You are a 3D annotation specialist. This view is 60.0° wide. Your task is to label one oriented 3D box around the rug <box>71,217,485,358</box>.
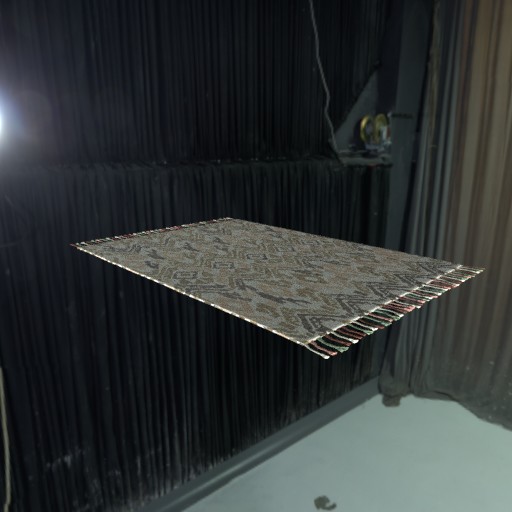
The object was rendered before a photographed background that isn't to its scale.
[{"bbox_3d":[0.000,0.000,2.277,1.219,0.008,1.829,-15,21,-42],"label":"rug"}]
